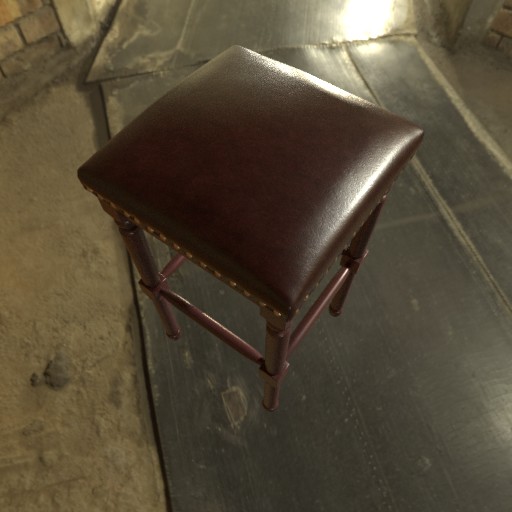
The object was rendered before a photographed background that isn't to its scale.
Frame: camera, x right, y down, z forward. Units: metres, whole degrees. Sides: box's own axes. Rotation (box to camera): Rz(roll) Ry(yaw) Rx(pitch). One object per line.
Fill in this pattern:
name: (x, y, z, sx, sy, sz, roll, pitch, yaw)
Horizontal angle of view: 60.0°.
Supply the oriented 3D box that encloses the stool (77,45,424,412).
stool: (0.000, 0.000, 0.919, 0.382, 0.702, 0.383, 32, 64, 18)
